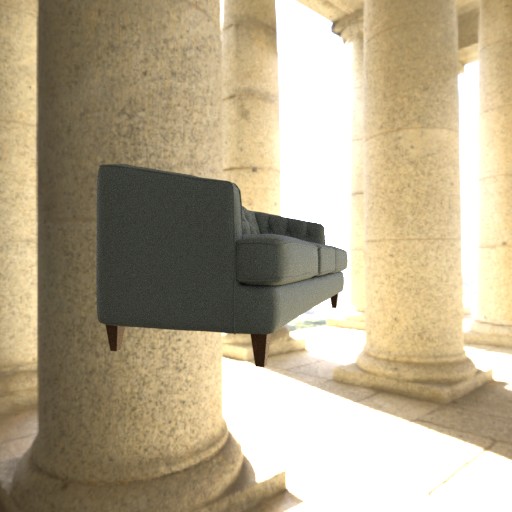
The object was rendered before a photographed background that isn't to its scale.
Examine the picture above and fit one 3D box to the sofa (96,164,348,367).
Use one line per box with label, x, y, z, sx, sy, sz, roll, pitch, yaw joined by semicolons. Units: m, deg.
sofa;0.000;0.000;2.804;0.941;0.855;2.278;0;0;18
